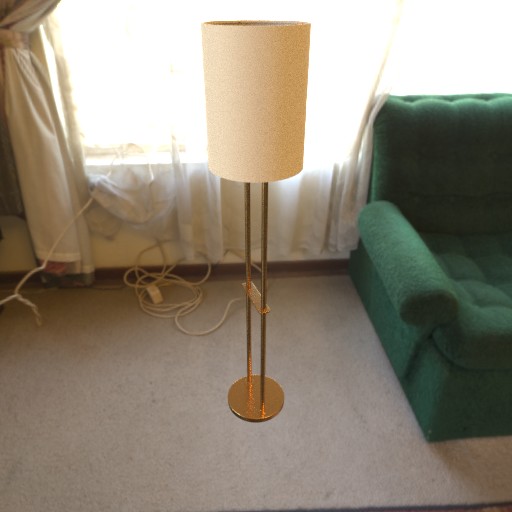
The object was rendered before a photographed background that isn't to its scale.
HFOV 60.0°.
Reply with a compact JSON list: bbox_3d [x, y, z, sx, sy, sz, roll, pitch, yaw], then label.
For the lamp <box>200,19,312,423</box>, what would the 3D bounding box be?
[{"bbox_3d":[0.000,0.000,1.606,0.305,1.500,0.306,-11,32,-18],"label":"lamp"}]
